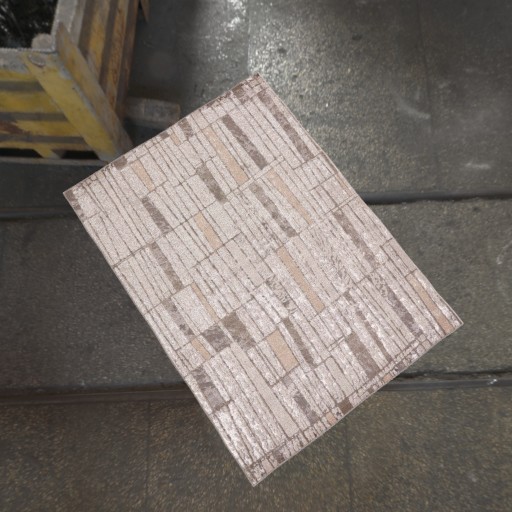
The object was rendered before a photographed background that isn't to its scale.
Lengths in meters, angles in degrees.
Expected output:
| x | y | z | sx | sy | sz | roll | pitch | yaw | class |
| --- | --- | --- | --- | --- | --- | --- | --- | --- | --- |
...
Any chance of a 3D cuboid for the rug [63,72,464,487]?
| x | y | z | sx | sy | sz | roll | pitch | yaw | class |
| --- | --- | --- | --- | --- | --- | --- | --- | --- | --- |
| 0.000 | 0.000 | 4.345 | 2.449 | 0.019 | 3.357 | -35 | 79 | -8 | rug |
